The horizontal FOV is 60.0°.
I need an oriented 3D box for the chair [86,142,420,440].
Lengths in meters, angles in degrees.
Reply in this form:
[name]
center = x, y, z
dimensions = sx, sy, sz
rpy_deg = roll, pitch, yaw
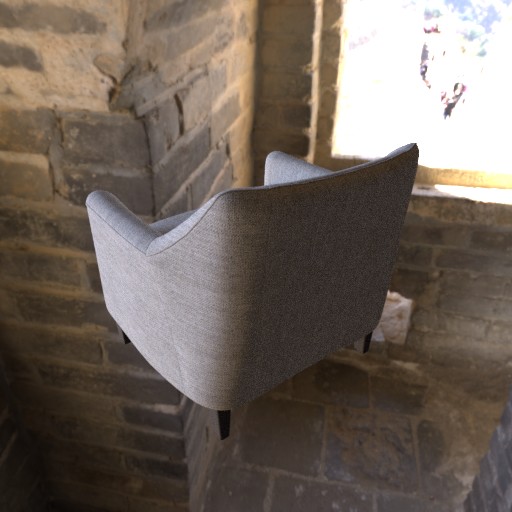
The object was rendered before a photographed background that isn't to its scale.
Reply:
[chair]
center = 0.000, 0.000, 1.407
dimensions = 0.796, 0.761, 0.758
rpy_deg = -20, 35, -32
